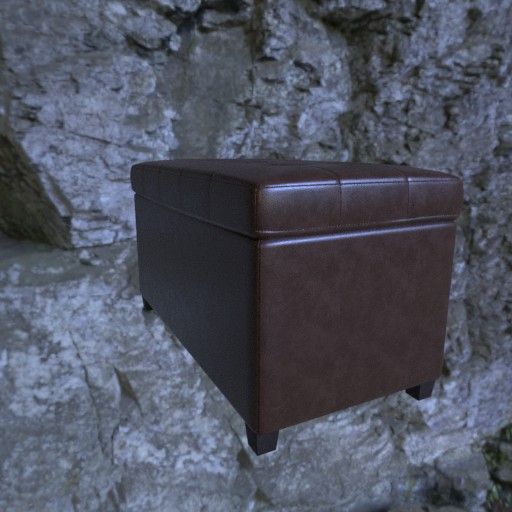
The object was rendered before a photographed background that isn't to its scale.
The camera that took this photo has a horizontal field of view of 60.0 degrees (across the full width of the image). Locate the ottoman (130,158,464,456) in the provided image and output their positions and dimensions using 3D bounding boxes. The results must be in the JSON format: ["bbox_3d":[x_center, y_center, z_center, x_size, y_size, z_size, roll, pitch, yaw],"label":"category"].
[{"bbox_3d":[0.000,0.000,1.107,0.432,0.470,0.838,-7,15,-26],"label":"ottoman"}]
